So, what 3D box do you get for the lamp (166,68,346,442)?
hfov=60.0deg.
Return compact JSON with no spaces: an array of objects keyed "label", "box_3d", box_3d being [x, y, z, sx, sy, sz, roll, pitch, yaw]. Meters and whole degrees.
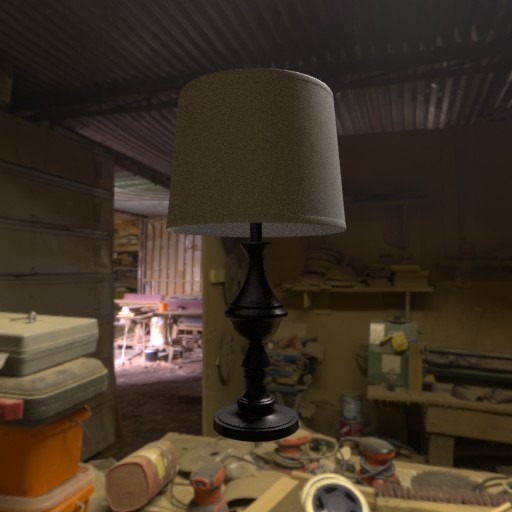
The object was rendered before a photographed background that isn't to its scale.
[{"label":"lamp","box_3d":[0.000,0.000,0.959,0.383,0.726,0.383,0,-1,0]}]
